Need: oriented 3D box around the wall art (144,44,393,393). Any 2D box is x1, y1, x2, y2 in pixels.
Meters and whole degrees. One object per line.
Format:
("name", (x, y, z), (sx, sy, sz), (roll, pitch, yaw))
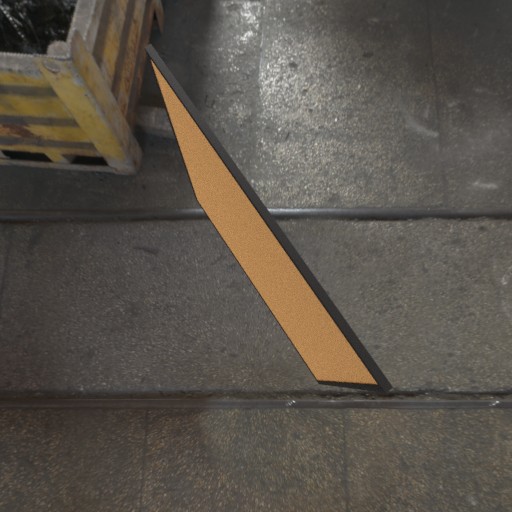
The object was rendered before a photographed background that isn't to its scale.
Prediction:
("wall art", (0.000, 0.000, 0.994), (0.015, 0.663, 0.664), (-32, 77, -8))
